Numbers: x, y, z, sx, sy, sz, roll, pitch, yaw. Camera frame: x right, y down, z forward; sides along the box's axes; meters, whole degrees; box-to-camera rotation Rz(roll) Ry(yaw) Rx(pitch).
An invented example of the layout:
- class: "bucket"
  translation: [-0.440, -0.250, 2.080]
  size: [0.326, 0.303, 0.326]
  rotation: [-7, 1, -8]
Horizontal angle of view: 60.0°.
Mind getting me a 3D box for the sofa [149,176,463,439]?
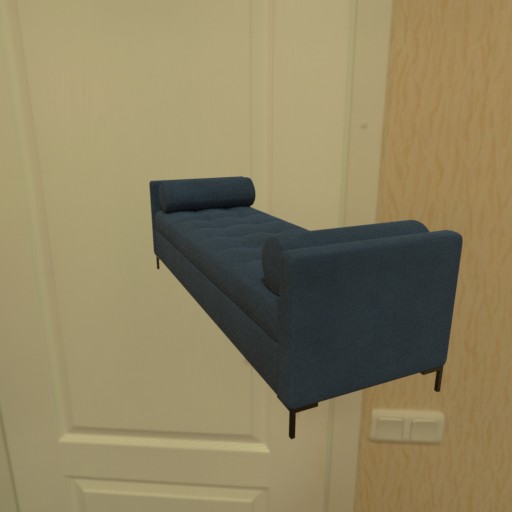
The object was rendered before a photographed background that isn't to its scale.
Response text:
- class: "sofa"
  translation: [0.000, 0.000, 2.338]
  size: [0.686, 0.635, 1.981]
  rotation: [-7, 18, -24]
